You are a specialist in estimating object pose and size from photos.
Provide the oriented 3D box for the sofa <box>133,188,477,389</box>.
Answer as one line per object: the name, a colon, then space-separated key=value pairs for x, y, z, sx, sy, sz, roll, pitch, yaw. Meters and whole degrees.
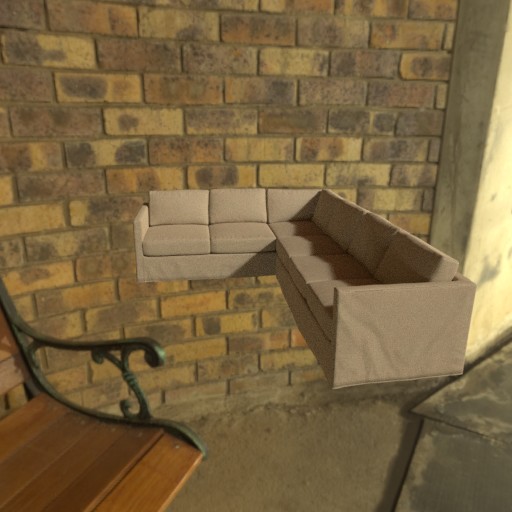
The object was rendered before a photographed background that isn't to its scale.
sofa: x=0.000 y=0.000 z=4.228 sx=2.432 sy=0.871 sz=3.182 roll=-2 pitch=17 yaw=-7
